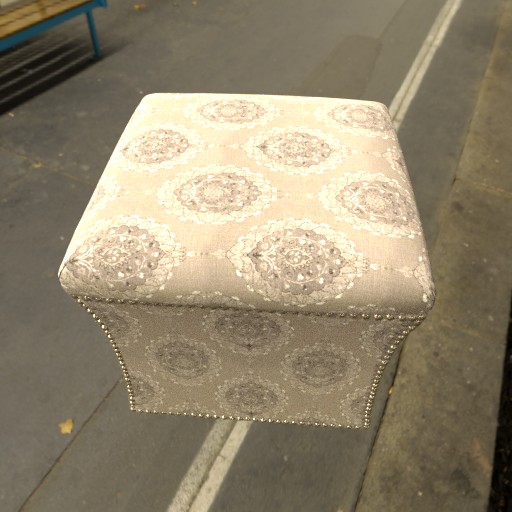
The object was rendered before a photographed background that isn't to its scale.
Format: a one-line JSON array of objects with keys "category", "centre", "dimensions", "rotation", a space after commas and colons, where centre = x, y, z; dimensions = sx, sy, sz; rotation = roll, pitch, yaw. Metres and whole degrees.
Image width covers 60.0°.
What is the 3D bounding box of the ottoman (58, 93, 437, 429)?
[{"category": "ottoman", "centre": [0.000, 0.000, 0.865], "dimensions": [0.507, 0.473, 0.497], "rotation": [3, 47, 3]}]
